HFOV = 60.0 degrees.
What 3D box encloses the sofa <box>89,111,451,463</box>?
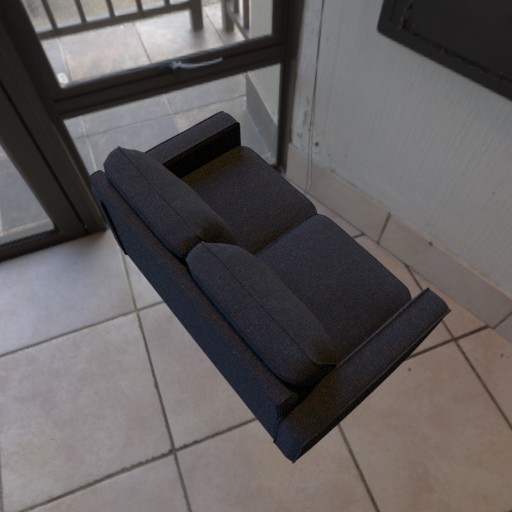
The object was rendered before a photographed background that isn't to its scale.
[{"bbox_3d":[0.000,0.000,2.297,0.947,0.918,1.709,-35,65,-19],"label":"sofa"}]
